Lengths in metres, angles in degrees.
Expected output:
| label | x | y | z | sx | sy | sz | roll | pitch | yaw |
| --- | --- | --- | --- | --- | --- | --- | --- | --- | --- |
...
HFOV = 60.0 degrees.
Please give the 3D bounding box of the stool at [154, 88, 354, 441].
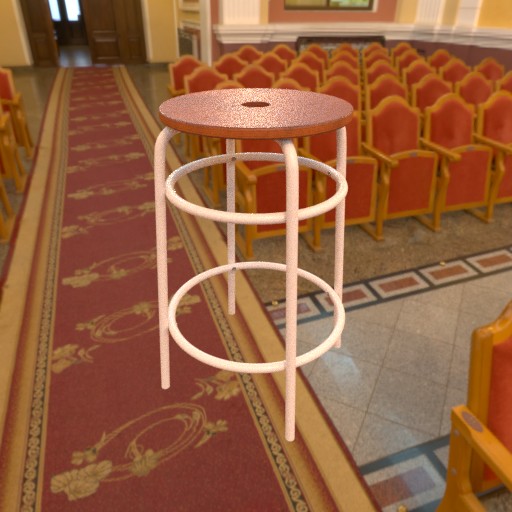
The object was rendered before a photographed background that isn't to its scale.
| label | x | y | z | sx | sy | sz | roll | pitch | yaw |
| --- | --- | --- | --- | --- | --- | --- | --- | --- | --- |
| stool | 0.000 | 0.000 | 0.925 | 0.455 | 0.610 | 0.455 | -9 | 31 | -16 |
